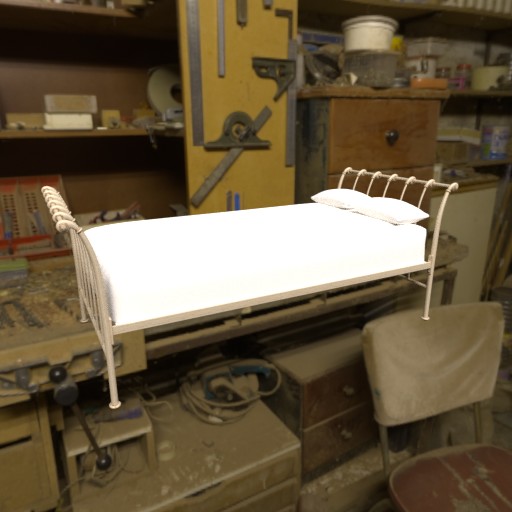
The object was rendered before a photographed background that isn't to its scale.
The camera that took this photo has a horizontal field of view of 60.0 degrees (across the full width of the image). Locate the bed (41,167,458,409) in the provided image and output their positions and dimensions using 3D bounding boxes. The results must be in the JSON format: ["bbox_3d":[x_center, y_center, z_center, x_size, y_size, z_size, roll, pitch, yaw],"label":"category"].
[{"bbox_3d":[0.000,0.000,2.709,2.228,0.873,1.032,-9,19,-26],"label":"bed"}]
